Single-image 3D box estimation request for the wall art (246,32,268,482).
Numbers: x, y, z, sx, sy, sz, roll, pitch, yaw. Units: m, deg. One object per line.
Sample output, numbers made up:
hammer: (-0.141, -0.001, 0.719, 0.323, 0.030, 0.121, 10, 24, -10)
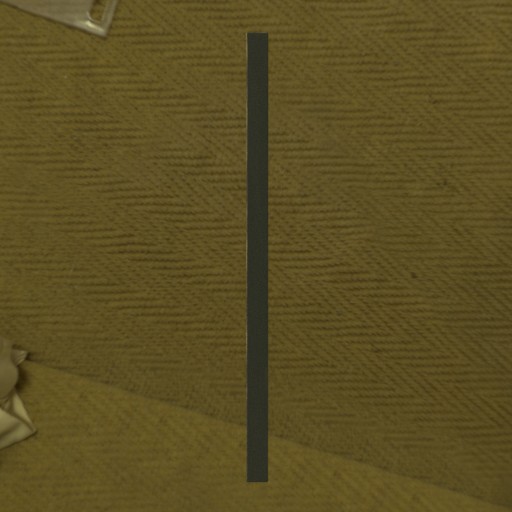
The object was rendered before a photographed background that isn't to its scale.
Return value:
wall art: (0.000, 0.000, 0.451, 0.015, 0.303, 0.304, 0, 91, 0)
